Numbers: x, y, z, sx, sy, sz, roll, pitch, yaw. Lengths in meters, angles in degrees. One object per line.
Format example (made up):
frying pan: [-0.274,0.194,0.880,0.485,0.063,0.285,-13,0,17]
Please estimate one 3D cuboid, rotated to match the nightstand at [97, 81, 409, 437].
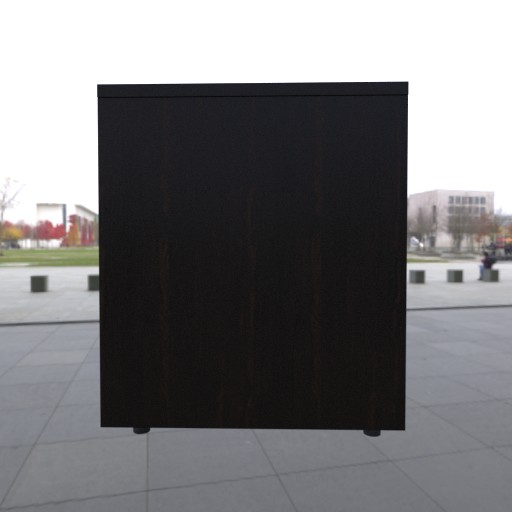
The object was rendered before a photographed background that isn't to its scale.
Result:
nightstand: [0.000,0.000,0.856,0.427,0.487,0.489,0,2,1]
